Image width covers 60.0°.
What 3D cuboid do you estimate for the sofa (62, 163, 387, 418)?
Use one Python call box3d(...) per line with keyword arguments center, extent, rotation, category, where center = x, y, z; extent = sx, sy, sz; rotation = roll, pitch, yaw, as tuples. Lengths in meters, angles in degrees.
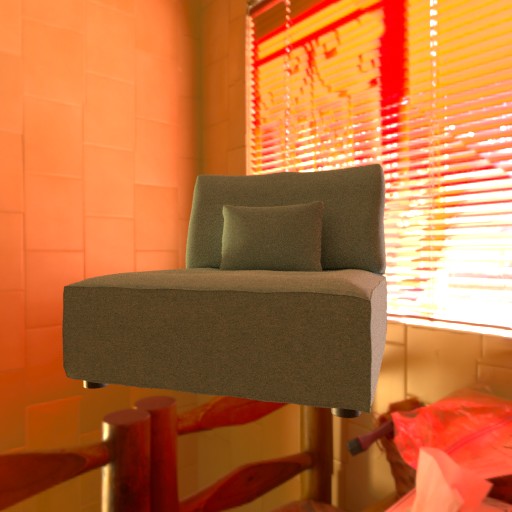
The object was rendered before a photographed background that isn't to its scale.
box3d(center=(0.000, 0.000, 1.694), extent=(0.930, 0.820, 1.000), rotation=(0, 0, 18), category="sofa")
